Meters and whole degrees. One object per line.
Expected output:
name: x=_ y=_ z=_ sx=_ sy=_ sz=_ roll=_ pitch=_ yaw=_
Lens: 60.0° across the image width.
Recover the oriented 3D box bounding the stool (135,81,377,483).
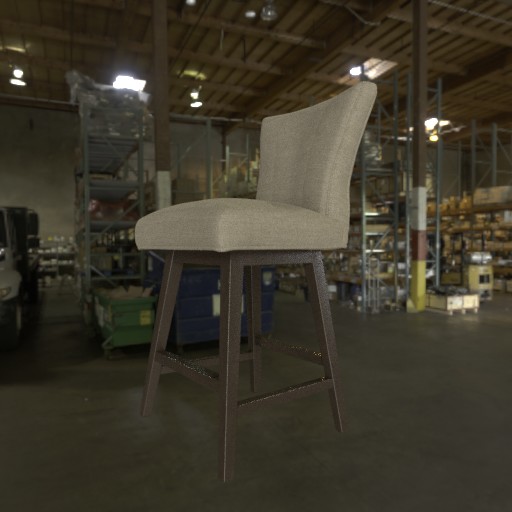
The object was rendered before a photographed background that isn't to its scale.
stool: x=0.000 y=0.000 z=1.334 sx=0.574 sy=1.000 sz=0.514 roll=-1 pitch=2 yaw=-36
